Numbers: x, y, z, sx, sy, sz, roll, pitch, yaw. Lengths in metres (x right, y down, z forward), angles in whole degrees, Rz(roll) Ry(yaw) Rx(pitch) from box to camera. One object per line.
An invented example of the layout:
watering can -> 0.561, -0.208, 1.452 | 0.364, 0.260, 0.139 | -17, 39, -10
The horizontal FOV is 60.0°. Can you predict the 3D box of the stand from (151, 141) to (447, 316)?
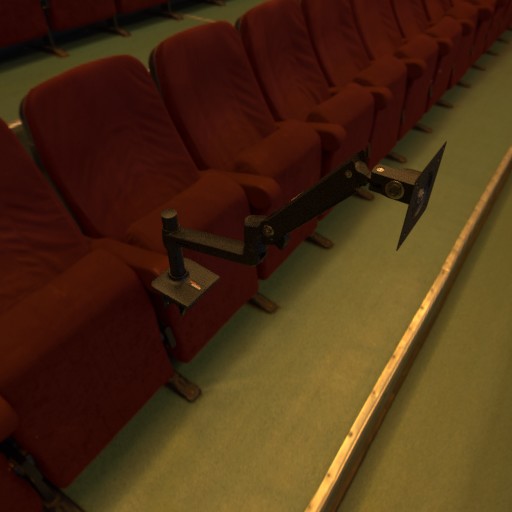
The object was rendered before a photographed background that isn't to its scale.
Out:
stand -> 0.000, 0.000, 1.041 | 0.650, 0.713, 0.152 | 24, 47, 25
